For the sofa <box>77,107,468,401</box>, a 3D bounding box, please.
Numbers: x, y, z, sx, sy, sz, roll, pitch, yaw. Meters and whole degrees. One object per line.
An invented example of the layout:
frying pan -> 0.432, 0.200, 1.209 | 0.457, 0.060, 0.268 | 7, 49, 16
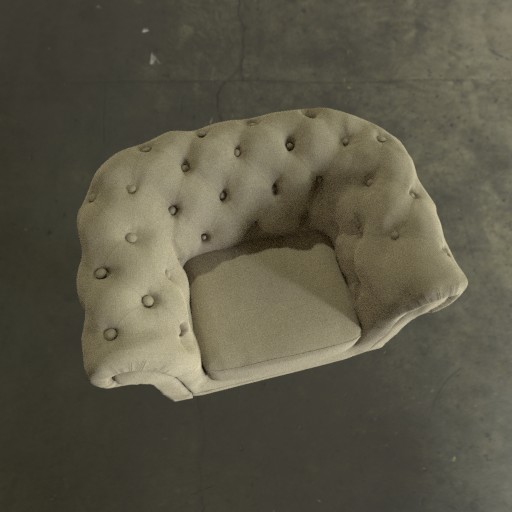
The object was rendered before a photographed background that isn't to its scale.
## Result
sofa -> 0.000, 0.000, 2.023 | 1.405, 0.878, 1.034 | -12, 65, -6
